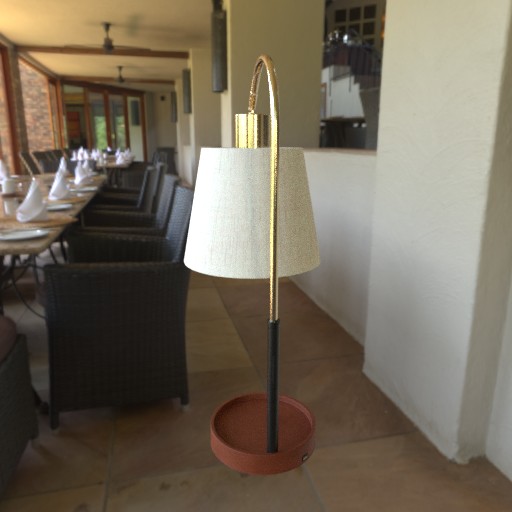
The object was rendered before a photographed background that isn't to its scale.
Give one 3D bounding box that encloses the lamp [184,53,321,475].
[{"bbox_3d":[0.000,0.000,0.658,0.211,0.536,0.273,-3,14,-10],"label":"lamp"}]
